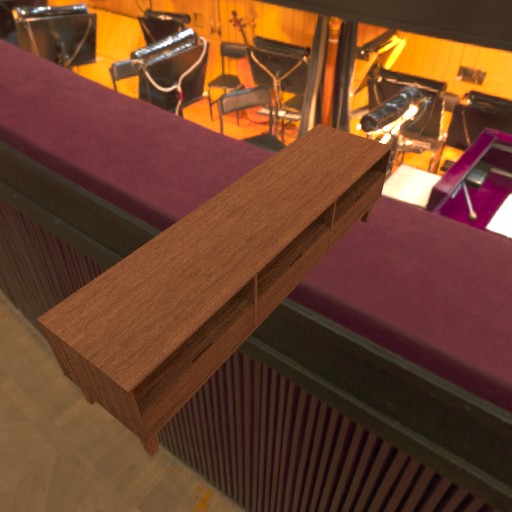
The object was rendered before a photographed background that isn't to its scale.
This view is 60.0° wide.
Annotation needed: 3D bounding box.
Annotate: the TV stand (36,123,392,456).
[{"bbox_3d":[0.000,0.000,1.687,0.366,0.409,1.482,26,48,27],"label":"TV stand"}]
